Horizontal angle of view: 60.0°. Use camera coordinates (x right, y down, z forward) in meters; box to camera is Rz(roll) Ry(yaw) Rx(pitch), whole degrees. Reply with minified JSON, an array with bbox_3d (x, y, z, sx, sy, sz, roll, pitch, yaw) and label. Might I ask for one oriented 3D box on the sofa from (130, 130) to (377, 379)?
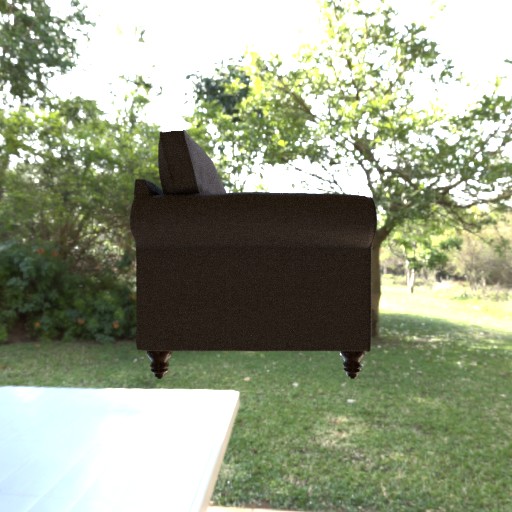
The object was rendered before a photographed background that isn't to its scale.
[{"bbox_3d":[0.000,0.000,2.618,0.916,0.961,2.084,0,0,0],"label":"sofa"}]
